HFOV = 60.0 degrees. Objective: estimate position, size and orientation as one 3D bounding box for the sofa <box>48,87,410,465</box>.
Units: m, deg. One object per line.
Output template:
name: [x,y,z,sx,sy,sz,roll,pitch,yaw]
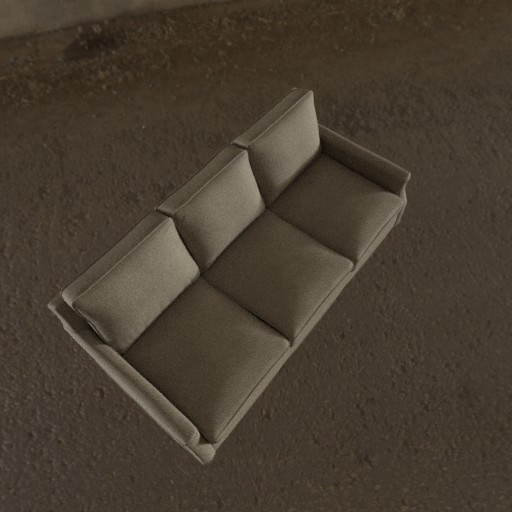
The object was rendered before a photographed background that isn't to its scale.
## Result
sofa: [0.000,0.000,2.857,1.084,1.003,2.246,35,65,19]
